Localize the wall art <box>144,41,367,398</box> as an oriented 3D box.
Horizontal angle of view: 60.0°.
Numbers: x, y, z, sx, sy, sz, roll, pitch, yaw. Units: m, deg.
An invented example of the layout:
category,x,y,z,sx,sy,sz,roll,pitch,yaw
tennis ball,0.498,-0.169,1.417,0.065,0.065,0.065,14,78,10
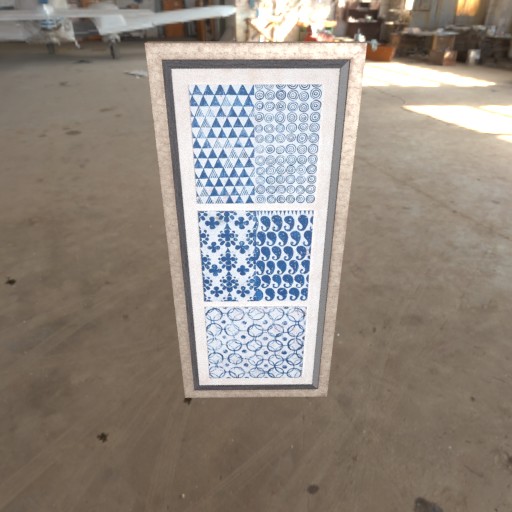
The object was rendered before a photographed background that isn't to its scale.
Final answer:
category,x,y,z,sx,sy,sz,roll,pitch,yaw
wall art,0.000,0.000,1.676,0.648,1.461,0.051,0,30,-1
